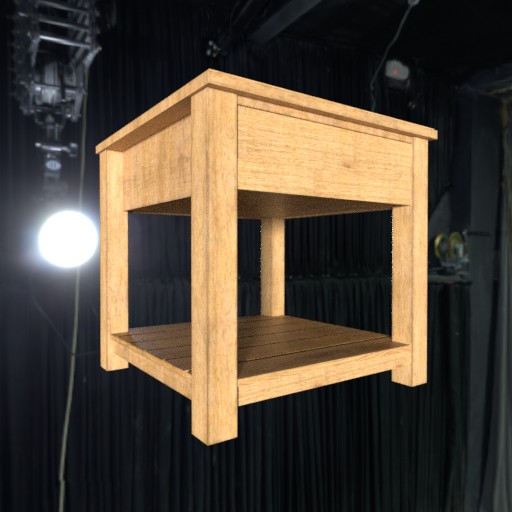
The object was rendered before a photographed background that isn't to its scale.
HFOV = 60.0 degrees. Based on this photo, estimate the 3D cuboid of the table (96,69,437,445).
[{"bbox_3d":[0.000,0.000,1.112,0.612,0.593,0.616,-1,1,-35],"label":"table"}]
